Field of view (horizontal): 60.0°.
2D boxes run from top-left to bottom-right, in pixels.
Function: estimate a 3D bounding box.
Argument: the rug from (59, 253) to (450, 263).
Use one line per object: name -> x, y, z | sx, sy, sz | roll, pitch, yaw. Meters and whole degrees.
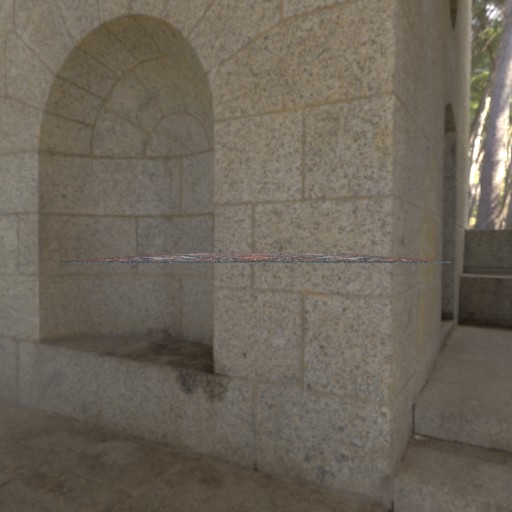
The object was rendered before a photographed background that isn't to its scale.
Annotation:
rug -> 0.000, 0.000, 4.112 | 2.190, 0.008, 3.371 | 0, 1, 0
